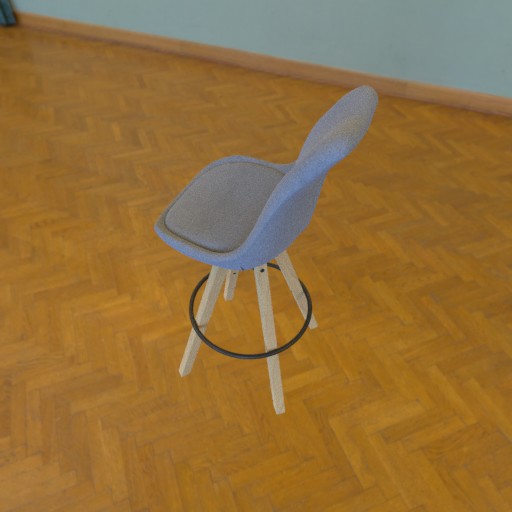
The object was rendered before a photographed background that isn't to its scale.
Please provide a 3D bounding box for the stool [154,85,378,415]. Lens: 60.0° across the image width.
[{"bbox_3d":[0.000,0.000,1.440,0.550,1.115,0.485,16,48,16],"label":"stool"}]
